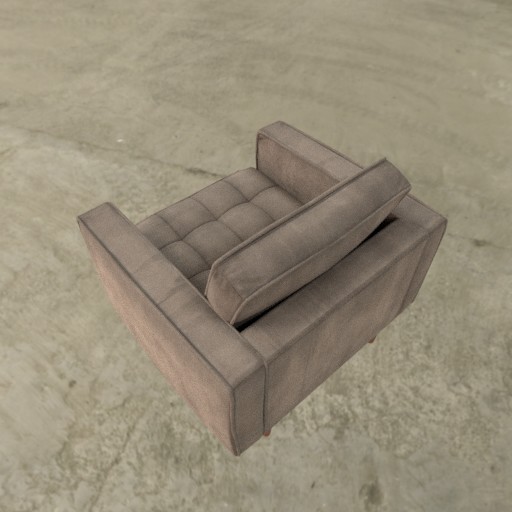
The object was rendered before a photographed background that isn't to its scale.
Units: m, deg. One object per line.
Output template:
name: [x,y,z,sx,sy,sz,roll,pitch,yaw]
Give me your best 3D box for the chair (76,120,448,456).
chair: [0.000,0.000,1.538,0.928,0.773,0.843,-33,55,-26]
